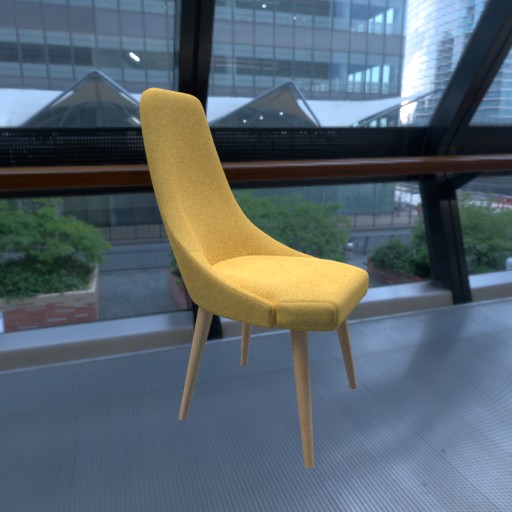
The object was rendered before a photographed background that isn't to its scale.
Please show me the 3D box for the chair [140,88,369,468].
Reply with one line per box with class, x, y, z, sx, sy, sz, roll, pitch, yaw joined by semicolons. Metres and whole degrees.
chair;0.000;0.000;1.430;0.660;1.040;0.510;7;15;26
